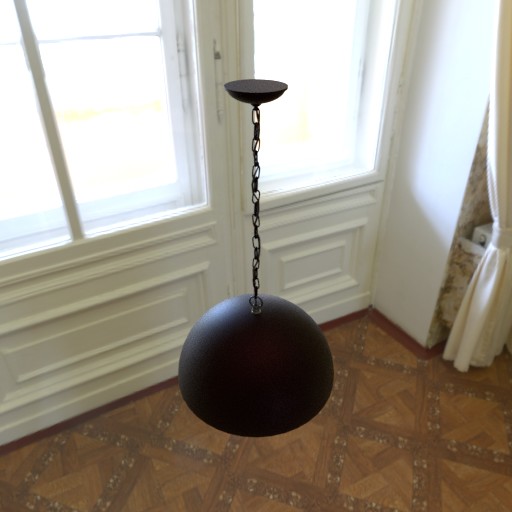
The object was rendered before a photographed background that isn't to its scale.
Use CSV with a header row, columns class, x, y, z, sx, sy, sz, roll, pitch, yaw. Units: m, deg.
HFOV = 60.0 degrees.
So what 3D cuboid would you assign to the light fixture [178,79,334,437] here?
class,x,y,z,sx,sy,sz,roll,pitch,yaw
light fixture,0.000,0.000,1.187,0.492,0.869,0.492,9,34,14
